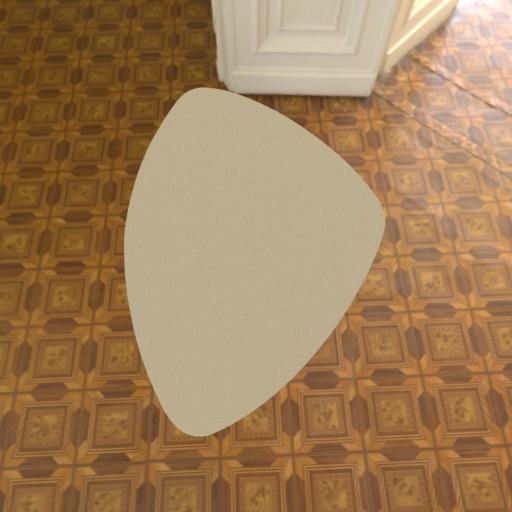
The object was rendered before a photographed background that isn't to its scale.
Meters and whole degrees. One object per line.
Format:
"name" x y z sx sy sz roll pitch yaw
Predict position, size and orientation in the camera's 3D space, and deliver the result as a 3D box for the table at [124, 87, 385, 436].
"table" 0.000 0.000 1.639 0.850 0.440 1.250 -3 64 -1
